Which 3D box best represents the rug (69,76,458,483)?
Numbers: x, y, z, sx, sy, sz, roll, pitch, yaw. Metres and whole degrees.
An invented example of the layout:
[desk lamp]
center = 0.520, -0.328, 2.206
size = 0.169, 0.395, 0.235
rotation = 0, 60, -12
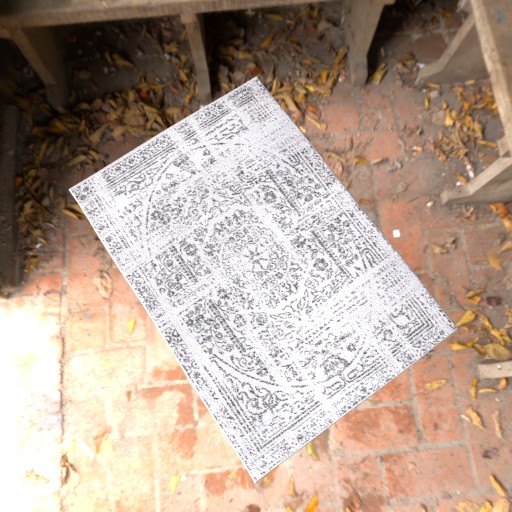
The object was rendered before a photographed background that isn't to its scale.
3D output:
[rug]
center = 0.000, 0.000, 3.160
size = 1.706, 0.026, 2.438
rotation = -34, 78, -8
